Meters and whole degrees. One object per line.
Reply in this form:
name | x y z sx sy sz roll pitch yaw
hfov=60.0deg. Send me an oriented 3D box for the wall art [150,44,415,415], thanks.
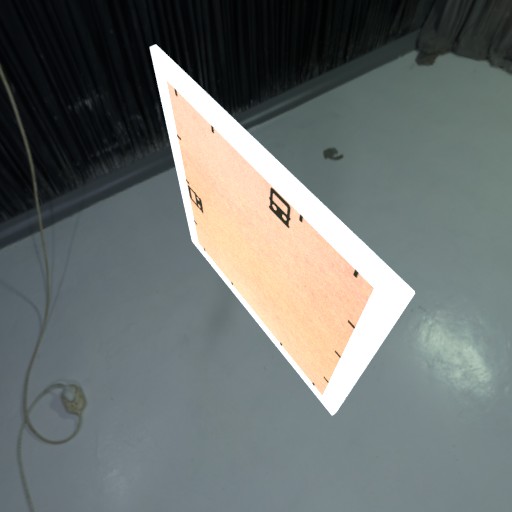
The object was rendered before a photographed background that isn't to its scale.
wall art | 0.000 0.000 0.867 0.013 0.584 0.584 -32 63 -18
